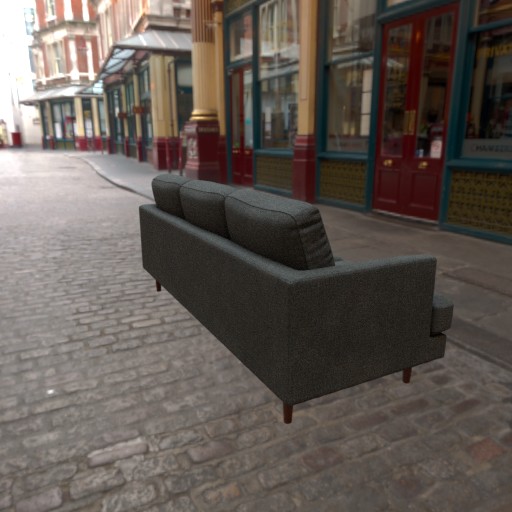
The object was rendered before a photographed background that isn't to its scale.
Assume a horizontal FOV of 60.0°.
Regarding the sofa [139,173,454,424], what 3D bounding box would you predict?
[{"bbox_3d":[0.000,0.000,2.765,0.903,0.930,2.246,-8,16,-27],"label":"sofa"}]
